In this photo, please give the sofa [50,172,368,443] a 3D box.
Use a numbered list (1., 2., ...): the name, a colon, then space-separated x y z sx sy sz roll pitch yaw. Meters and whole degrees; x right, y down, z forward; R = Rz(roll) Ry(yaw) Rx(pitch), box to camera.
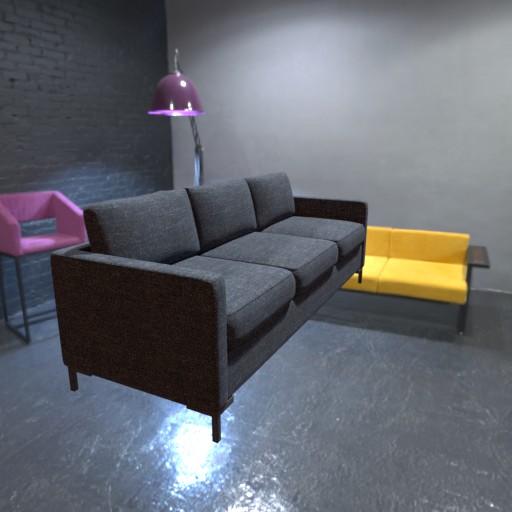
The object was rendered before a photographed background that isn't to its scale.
1. sofa: 0.000 0.000 2.697 0.859 0.874 2.218 8 17 26
